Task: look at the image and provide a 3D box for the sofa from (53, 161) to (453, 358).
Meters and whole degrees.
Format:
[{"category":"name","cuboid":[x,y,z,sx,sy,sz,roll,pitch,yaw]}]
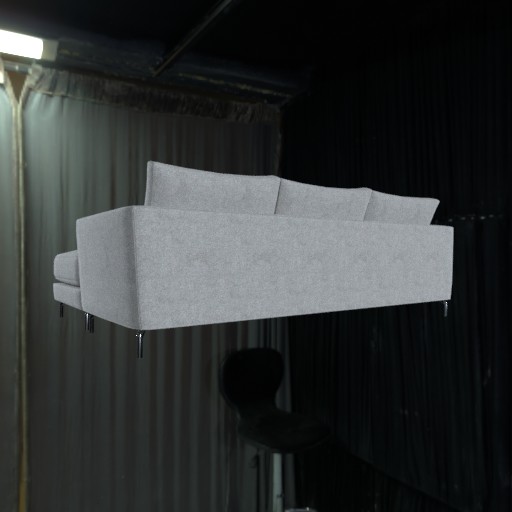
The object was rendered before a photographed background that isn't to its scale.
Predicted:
[{"category":"sofa","cuboid":[0.000,0.000,3.153,2.438,0.864,1.626,0,0,-35]}]
